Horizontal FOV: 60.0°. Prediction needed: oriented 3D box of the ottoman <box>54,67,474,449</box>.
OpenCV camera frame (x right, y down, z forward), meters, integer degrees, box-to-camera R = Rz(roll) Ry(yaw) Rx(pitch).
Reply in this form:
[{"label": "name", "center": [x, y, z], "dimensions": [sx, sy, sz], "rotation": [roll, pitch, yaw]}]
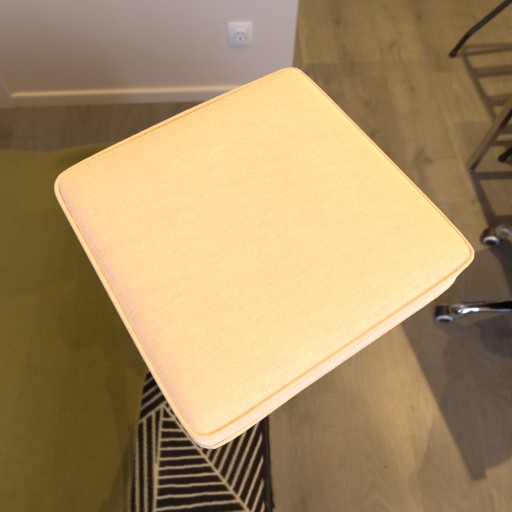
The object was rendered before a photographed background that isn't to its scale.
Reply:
[{"label": "ottoman", "center": [0.000, 0.000, 1.006], "dimensions": [0.616, 0.438, 0.613], "rotation": [-30, 67, -14]}]
